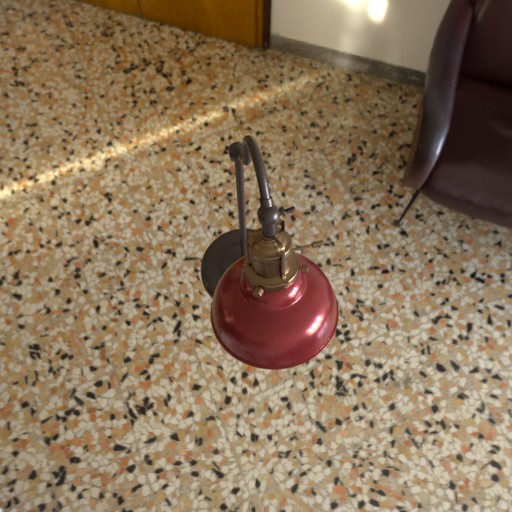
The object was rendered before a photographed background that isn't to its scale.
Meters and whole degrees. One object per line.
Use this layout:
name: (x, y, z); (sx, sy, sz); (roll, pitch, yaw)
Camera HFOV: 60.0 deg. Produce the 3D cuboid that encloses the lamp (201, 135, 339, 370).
lamp: (0.000, 0.000, 0.693); (0.192, 0.508, 0.374); (-14, 65, -6)
